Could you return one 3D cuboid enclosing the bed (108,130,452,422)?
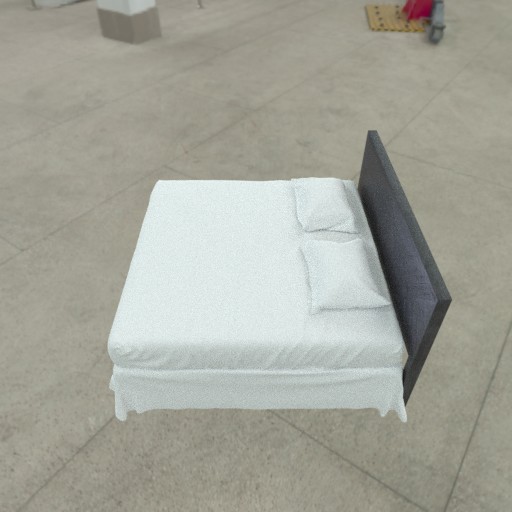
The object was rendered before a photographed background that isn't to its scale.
[{"bbox_3d":[0.000,0.000,3.537,2.165,1.158,2.255,0,42,0],"label":"bed"}]
